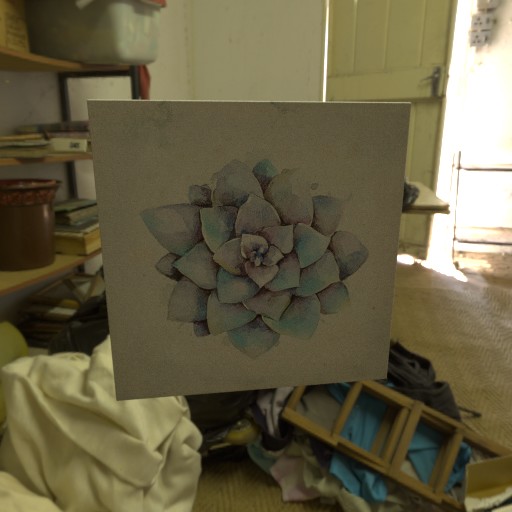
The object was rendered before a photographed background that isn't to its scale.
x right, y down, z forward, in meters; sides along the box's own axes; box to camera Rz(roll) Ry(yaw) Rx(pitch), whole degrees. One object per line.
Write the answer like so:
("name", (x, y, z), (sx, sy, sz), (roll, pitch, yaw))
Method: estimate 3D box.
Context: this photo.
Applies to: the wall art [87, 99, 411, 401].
("wall art", (0.000, 0.000, 0.929), (0.612, 0.612, 0.040), (-2, 16, -8))
